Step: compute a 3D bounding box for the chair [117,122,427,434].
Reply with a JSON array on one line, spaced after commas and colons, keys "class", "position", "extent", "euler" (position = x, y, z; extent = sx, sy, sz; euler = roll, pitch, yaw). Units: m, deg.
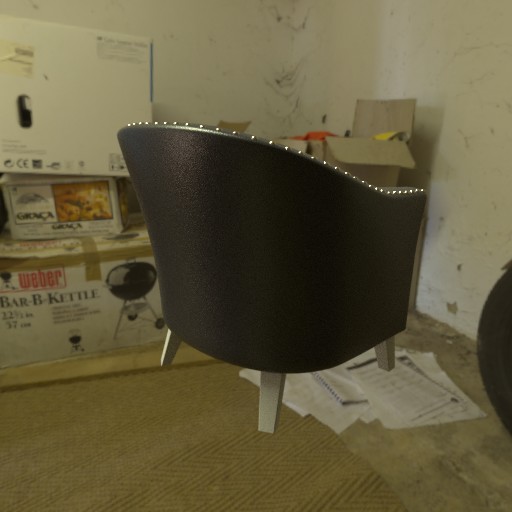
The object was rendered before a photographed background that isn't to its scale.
[{"class": "chair", "position": [0.000, 0.000, 1.432], "extent": [0.748, 0.823, 0.794], "euler": [-15, 22, -42]}]
